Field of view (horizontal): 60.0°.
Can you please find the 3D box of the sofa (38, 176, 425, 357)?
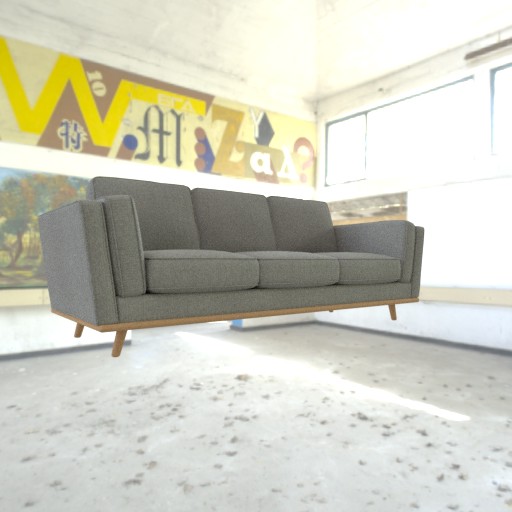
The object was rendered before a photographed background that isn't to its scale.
[{"bbox_3d":[0.000,0.000,2.777,2.362,0.899,0.903,0,-1,-37],"label":"sofa"}]
